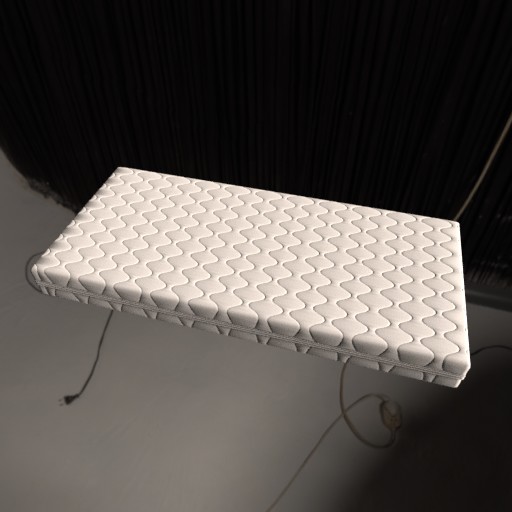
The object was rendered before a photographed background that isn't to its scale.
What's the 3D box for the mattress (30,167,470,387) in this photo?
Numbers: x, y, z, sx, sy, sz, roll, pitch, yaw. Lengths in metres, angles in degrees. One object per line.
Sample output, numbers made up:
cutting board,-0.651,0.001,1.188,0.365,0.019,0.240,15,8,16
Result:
mattress,0.000,0.000,2.280,2.000,0.200,0.900,11,46,11
